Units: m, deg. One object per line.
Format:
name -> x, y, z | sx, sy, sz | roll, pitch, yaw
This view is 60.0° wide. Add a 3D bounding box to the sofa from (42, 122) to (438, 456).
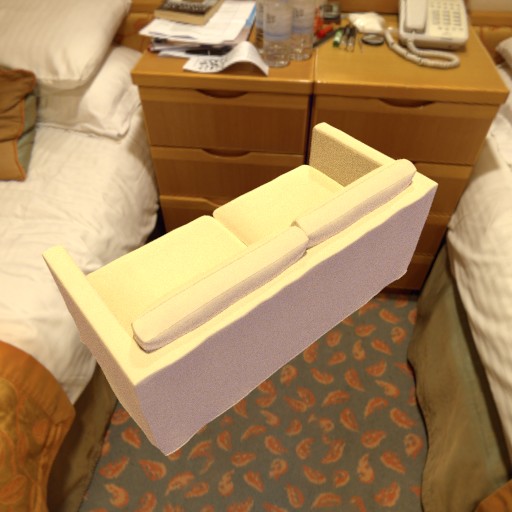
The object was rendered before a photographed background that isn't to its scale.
sofa -> 0.000, 0.000, 2.539 | 1.987, 0.870, 0.940 | -31, 53, -27
